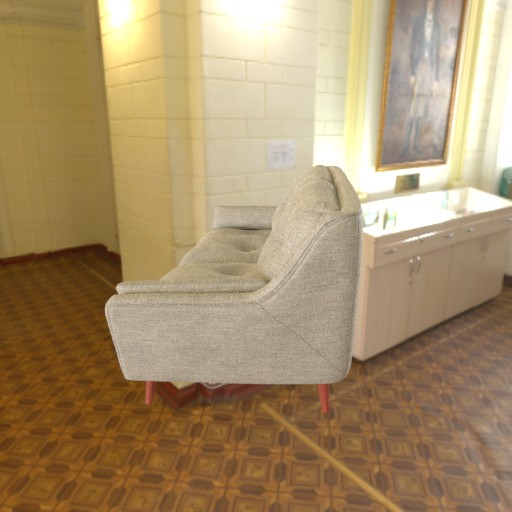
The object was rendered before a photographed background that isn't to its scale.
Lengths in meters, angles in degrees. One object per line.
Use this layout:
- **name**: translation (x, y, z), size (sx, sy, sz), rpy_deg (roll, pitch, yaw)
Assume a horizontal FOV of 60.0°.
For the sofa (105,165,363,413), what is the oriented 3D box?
- **sofa**: translation (0.000, 0.000, 2.463), size (0.976, 0.897, 1.930), rpy_deg (2, 17, 7)
